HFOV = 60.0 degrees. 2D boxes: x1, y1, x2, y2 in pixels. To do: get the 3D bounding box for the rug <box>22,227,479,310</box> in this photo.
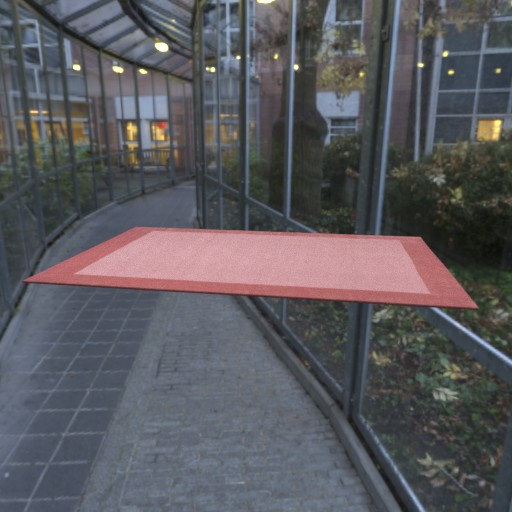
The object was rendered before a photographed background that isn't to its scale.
[{"bbox_3d":[0.000,0.000,3.046,2.438,0.014,1.524,3,16,9],"label":"rug"}]
